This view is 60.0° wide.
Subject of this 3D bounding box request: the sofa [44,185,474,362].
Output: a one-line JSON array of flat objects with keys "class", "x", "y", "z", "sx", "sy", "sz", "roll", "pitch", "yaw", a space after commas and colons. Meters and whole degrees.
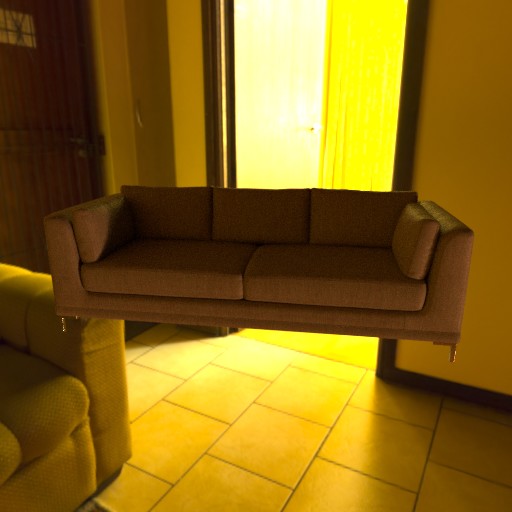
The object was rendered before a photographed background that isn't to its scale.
[{"class": "sofa", "x": 0.000, "y": 0.000, "z": 2.961, "sx": 2.415, "sy": 0.867, "sz": 0.969, "roll": 3, "pitch": 16, "yaw": 9}]
